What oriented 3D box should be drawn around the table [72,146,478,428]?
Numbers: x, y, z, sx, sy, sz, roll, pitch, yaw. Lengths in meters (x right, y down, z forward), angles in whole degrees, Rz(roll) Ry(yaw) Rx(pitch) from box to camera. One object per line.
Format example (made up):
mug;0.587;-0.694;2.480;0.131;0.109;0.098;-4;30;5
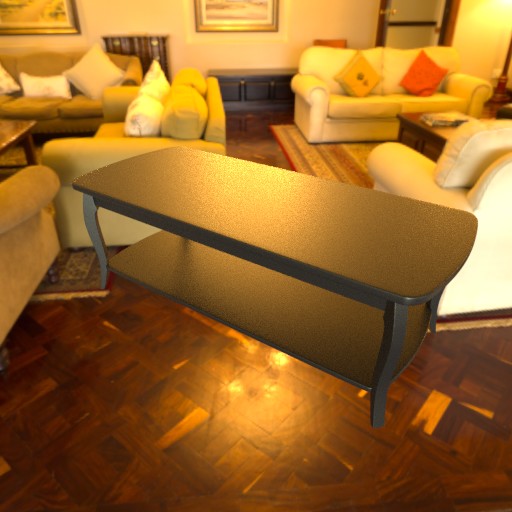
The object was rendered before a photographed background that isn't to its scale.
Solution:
table;0.000;0.000;1.581;1.333;0.457;0.571;20;35;30
